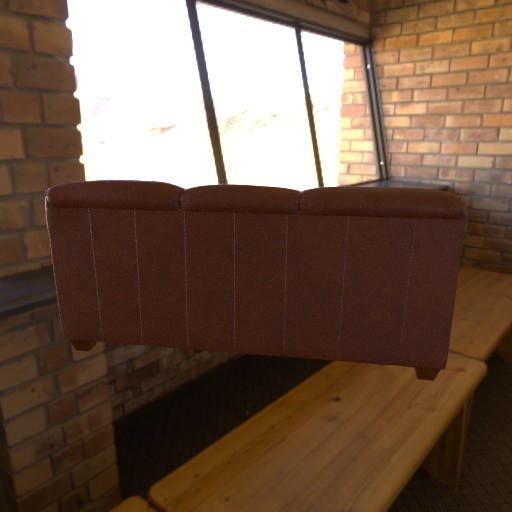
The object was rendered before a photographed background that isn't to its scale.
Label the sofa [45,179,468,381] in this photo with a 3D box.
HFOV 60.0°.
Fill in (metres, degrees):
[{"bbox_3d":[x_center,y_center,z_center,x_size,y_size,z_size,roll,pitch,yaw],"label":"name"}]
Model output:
[{"bbox_3d":[0.000,0.000,2.621,2.039,0.953,1.008,3,16,9],"label":"sofa"}]
